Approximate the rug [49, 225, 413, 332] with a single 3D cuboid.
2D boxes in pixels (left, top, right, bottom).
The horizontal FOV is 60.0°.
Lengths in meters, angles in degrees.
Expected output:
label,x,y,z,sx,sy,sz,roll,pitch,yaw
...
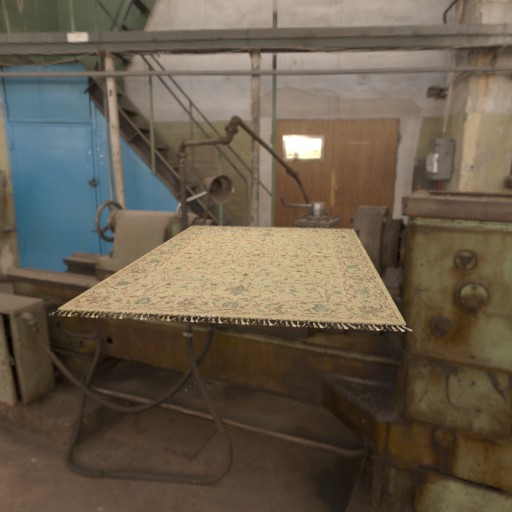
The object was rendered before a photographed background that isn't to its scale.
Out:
label,x,y,z,sx,sy,sz,roll,pitch,yaw
rug,0.000,0.000,2.997,1.544,0.010,2.435,2,13,7
